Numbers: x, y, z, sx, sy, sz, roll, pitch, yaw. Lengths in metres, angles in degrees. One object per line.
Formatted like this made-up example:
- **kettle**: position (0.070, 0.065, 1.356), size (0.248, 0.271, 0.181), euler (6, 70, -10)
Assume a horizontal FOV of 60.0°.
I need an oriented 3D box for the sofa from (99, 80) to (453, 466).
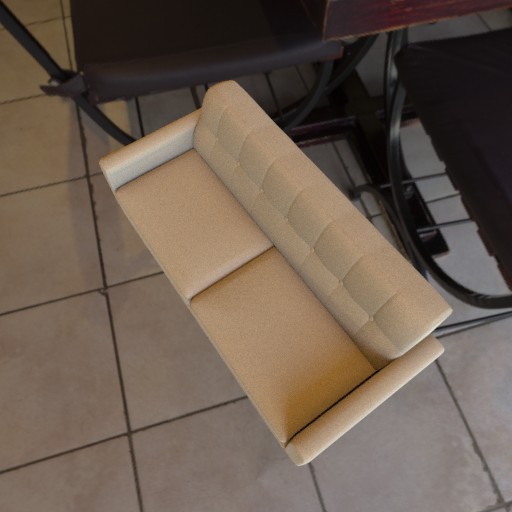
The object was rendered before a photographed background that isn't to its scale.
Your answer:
- **sofa**: position (0.000, 0.000, 2.675), size (0.980, 0.892, 2.137), euler (-32, 68, -15)
